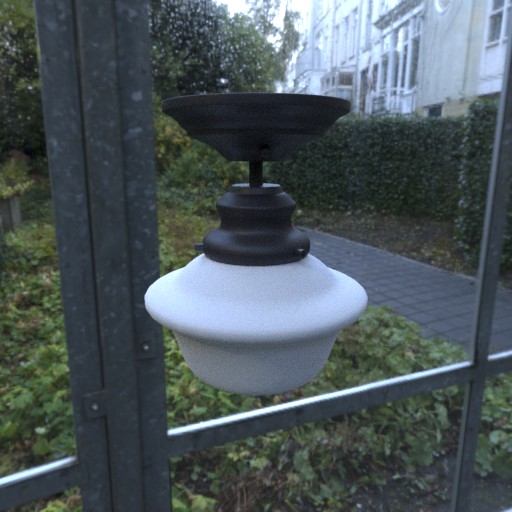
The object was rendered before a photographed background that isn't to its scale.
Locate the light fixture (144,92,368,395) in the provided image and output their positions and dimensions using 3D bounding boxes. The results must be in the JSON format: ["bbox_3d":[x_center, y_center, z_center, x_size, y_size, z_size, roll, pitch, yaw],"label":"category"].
[{"bbox_3d":[0.000,0.000,0.391,0.197,0.254,0.197,0,13,0],"label":"light fixture"}]
